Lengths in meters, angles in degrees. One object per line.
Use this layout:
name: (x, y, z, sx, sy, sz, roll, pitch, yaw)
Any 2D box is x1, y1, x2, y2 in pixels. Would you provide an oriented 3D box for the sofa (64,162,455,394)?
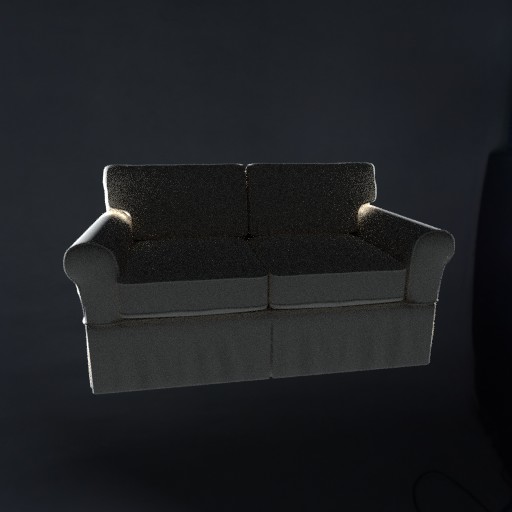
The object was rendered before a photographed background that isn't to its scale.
sofa: (0.000, 0.000, 2.381, 1.727, 0.940, 0.991, -3, 15, -9)
